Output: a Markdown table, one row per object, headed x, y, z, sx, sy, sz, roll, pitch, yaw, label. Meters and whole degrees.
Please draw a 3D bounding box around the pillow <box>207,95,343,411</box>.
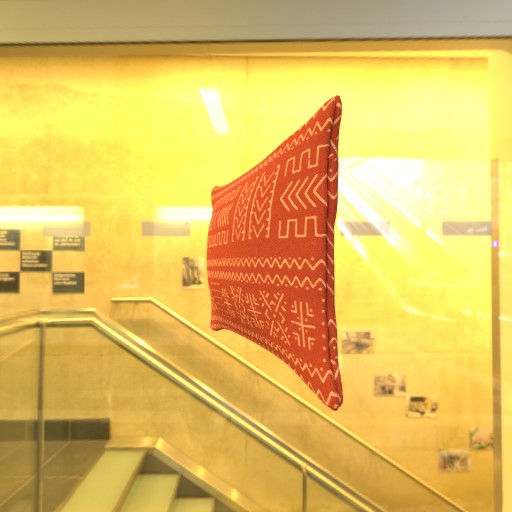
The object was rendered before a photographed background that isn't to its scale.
| x | y | z | sx | sy | sz | roll | pitch | yaw | label |
| --- | --- | --- | --- | --- | --- | --- | --- | --- | --- |
| 0.000 | 0.000 | 0.792 | 0.130 | 0.352 | 0.640 | 0 | -1 | -18 | pillow |
